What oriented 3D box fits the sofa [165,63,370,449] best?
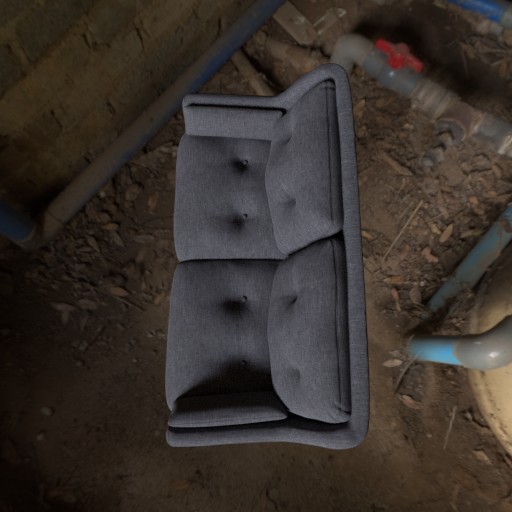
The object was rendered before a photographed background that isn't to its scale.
[{"bbox_3d":[0.000,0.000,2.442,0.975,0.896,1.929,0,75,0],"label":"sofa"}]
